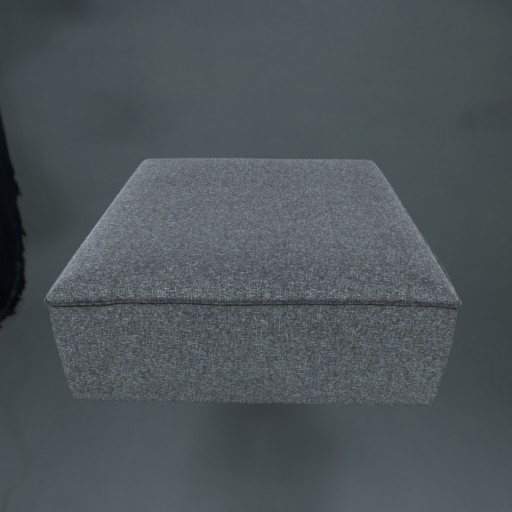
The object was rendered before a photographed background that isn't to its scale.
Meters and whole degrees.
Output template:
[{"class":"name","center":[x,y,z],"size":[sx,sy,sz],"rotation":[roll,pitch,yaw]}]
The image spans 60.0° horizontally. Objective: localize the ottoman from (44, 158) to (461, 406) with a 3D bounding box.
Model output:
[{"class":"ottoman","center":[0.000,0.000,1.550],"size":[1.017,0.423,1.021],"rotation":[1,31,1]}]
